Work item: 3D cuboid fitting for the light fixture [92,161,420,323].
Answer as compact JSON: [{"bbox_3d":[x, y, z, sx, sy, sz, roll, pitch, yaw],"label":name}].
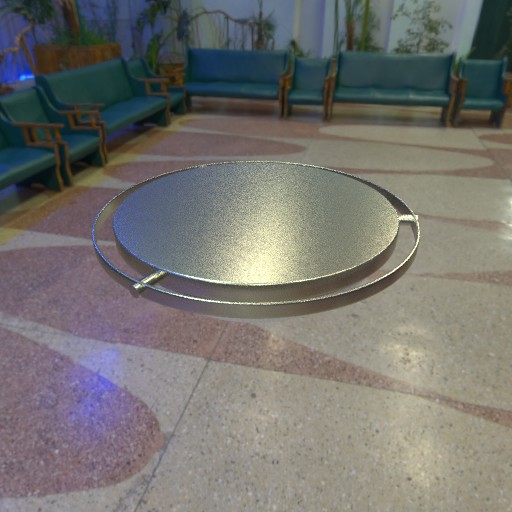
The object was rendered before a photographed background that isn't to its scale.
[{"bbox_3d":[0.000,0.000,0.541,0.361,0.130,0.361,0,30,0],"label":"light fixture"}]
